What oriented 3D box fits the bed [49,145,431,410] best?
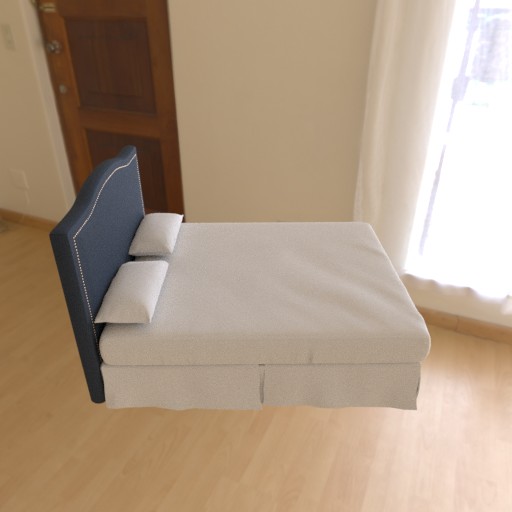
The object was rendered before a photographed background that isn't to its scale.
[{"bbox_3d":[0.000,0.000,3.463,2.282,1.436,1.821,0,30,-1],"label":"bed"}]
